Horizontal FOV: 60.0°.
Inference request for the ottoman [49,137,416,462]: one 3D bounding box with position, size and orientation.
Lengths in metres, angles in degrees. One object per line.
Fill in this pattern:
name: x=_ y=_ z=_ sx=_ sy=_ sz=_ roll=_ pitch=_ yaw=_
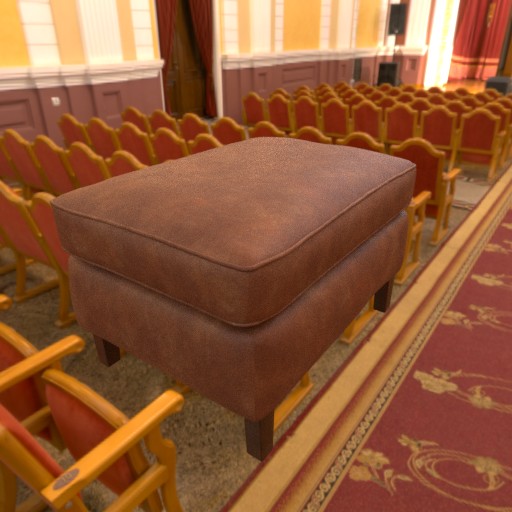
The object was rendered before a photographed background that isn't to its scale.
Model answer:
ottoman: x=0.000 y=0.000 z=0.980 sx=0.501 sy=0.418 sz=0.665 roll=18 pitch=32 yaw=32
